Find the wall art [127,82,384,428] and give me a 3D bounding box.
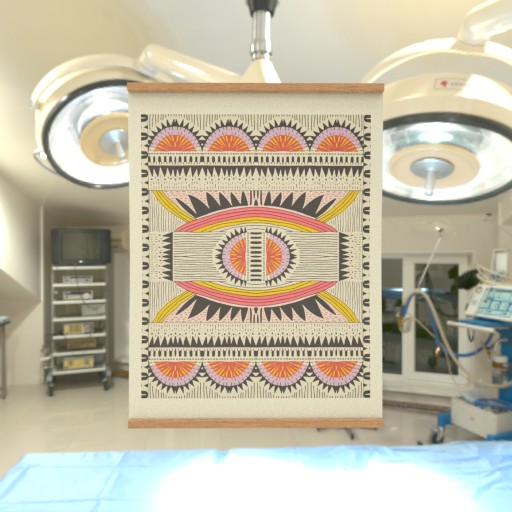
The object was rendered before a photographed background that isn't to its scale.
[{"bbox_3d":[0.000,0.000,0.796,0.456,0.609,0.028,0,1,-1],"label":"wall art"}]
